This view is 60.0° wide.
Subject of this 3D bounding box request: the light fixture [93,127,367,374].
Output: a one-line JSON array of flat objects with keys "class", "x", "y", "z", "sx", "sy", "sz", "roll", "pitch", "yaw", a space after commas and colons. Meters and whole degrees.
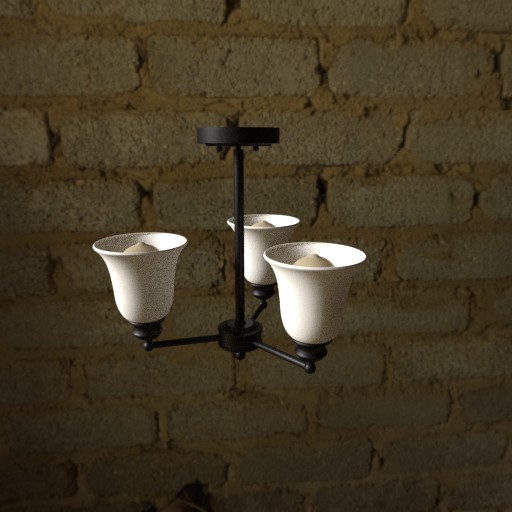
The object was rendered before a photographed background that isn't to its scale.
[{"class": "light fixture", "x": 0.000, "y": 0.000, "z": 0.664, "sx": 0.388, "sy": 0.370, "sz": 0.354, "roll": -14, "pitch": 20, "yaw": -42}]
